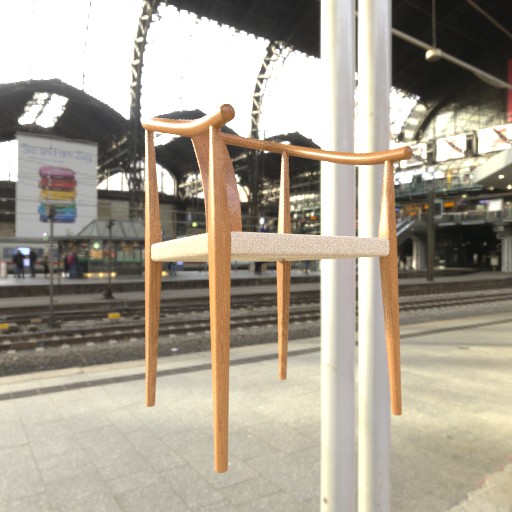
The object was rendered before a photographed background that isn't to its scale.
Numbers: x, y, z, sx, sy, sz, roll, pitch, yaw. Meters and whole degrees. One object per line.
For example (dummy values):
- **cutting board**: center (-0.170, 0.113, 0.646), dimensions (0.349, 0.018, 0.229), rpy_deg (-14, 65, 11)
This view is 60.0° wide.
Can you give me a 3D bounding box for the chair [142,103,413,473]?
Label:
- **chair**: center (0.000, 0.000, 1.173), dimensions (0.556, 0.800, 0.579), rpy_deg (0, 0, -35)
